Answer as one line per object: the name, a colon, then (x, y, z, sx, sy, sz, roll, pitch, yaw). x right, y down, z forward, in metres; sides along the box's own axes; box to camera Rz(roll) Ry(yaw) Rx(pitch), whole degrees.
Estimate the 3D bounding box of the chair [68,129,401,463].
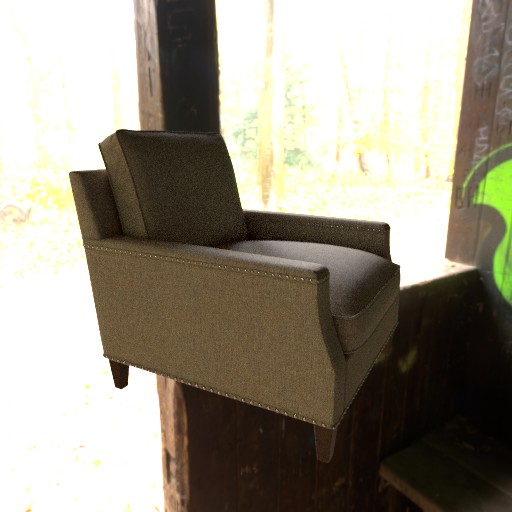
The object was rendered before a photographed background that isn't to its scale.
chair: (0.000, 0.000, 1.716, 1.014, 0.943, 0.853, 8, 16, 28)
